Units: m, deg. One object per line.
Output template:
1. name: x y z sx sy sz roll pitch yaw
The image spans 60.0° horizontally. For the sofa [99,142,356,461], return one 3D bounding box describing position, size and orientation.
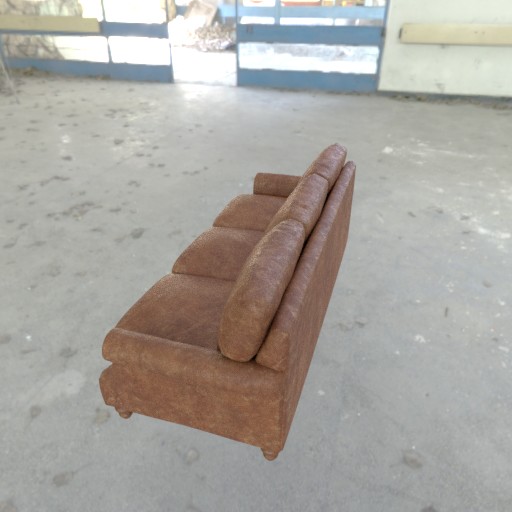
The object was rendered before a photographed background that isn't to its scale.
1. sofa: 0.000 0.000 2.870 0.973 0.977 2.351 9 32 15
